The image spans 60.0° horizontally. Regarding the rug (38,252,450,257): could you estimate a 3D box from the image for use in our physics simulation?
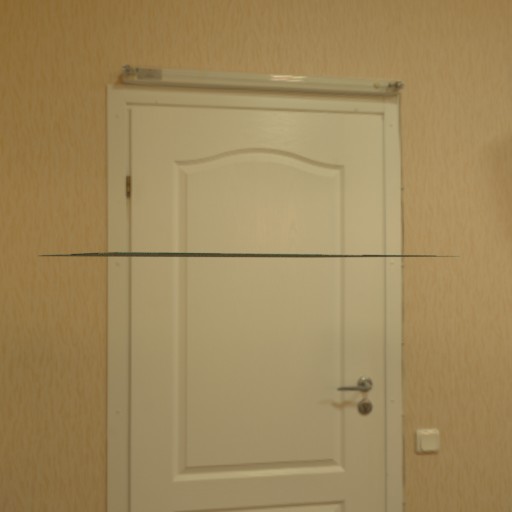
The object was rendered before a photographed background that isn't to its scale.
[{"bbox_3d":[0.000,0.000,2.992,2.420,0.005,1.528,0,-1,-36],"label":"rug"}]
